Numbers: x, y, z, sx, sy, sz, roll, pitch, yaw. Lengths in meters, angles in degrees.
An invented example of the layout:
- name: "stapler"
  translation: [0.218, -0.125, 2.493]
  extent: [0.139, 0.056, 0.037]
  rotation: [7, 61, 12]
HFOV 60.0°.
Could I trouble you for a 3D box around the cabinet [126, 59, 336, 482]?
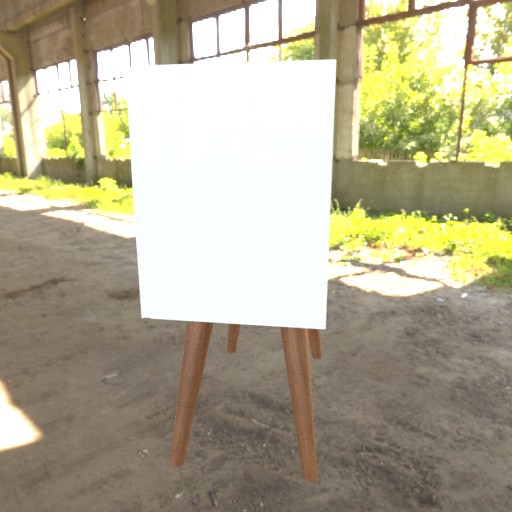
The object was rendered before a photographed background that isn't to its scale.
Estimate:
- name: "cabinet"
  translation: [0.000, 0.000, 1.077]
  extent: [0.344, 0.772, 0.591]
  rotation: [2, 14, 9]
